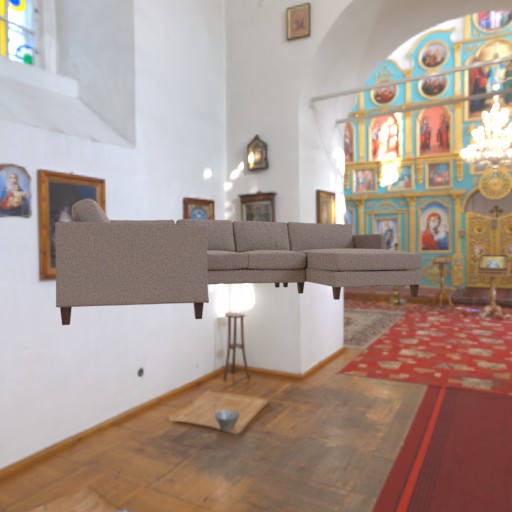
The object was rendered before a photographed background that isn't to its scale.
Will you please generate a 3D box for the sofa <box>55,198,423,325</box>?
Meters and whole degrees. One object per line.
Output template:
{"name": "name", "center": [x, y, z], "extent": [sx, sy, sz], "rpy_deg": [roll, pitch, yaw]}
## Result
{"name": "sofa", "center": [0.000, 0.000, 4.518], "extent": [3.438, 0.865, 2.424], "rpy_deg": [0, 1, -16]}
